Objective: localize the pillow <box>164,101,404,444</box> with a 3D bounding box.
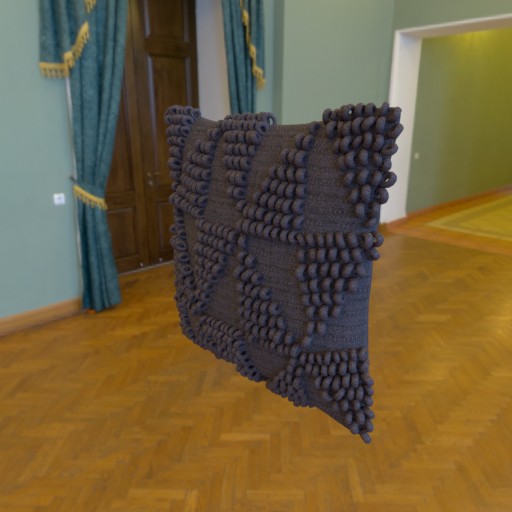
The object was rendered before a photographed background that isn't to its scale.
[{"bbox_3d":[0.000,0.000,0.717,0.172,0.467,0.470,-17,24,-41],"label":"pillow"}]
